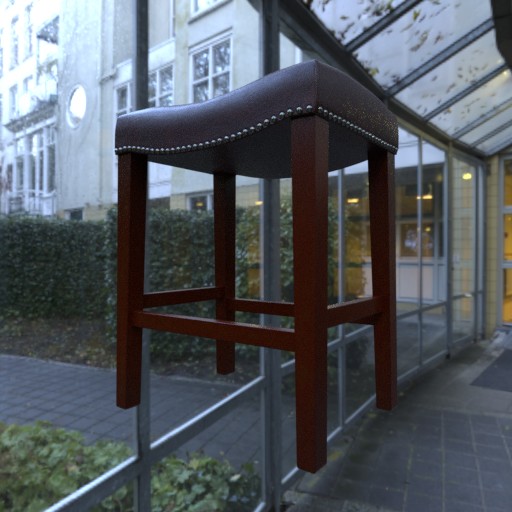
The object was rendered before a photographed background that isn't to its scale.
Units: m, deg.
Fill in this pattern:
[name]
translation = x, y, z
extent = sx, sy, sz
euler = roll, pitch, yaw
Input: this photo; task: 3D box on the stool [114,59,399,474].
[stool]
translation = 0.000, 0.000, 0.960
extent = 0.504, 0.657, 0.372
euler = 0, 1, 37
